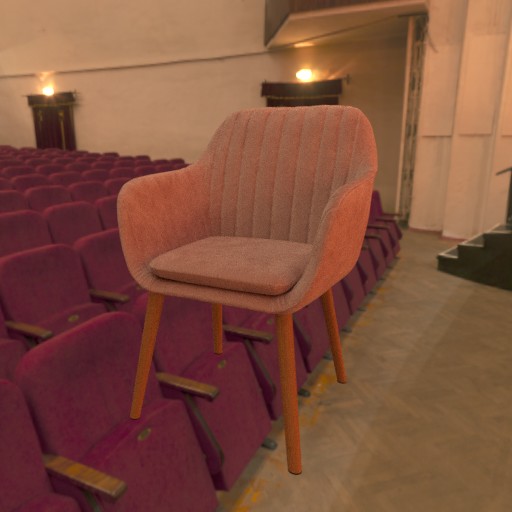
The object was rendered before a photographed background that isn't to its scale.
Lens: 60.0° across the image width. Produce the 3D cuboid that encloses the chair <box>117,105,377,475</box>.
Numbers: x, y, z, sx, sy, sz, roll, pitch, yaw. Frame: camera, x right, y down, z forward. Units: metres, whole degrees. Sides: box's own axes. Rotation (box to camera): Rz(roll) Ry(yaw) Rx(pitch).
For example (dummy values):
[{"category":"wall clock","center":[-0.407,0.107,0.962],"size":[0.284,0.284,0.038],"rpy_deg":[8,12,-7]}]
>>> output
[{"category":"chair","center":[0.000,0.000,1.237],"size":[0.610,0.832,0.570],"rpy_deg":[7,16,25]}]
